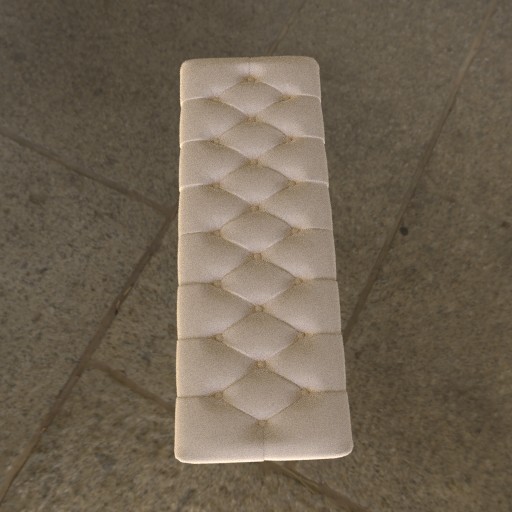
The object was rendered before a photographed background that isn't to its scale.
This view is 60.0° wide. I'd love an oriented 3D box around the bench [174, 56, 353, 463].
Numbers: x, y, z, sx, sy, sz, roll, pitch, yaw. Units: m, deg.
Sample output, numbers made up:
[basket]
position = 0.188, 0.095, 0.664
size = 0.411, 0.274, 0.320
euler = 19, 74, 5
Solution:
[bench]
position = 0.000, 0.000, 1.310
size = 0.400, 0.470, 1.054
euler = -2, 74, -1
